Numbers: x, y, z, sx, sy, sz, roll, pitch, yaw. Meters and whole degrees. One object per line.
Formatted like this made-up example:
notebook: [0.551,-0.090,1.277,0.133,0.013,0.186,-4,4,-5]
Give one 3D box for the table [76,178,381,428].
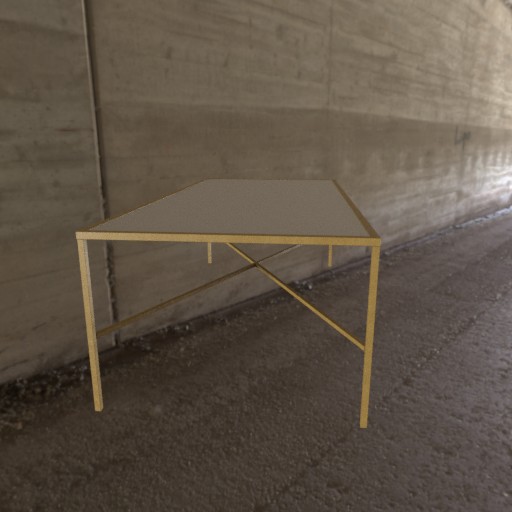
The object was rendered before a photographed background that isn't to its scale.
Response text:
table: [0.000,0.000,1.462,0.580,0.398,1.206,2,15,6]
